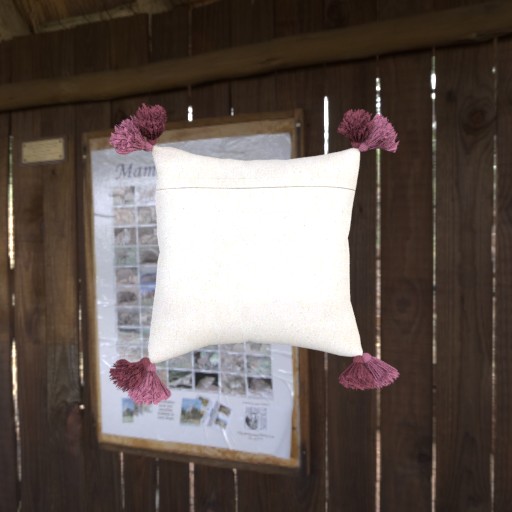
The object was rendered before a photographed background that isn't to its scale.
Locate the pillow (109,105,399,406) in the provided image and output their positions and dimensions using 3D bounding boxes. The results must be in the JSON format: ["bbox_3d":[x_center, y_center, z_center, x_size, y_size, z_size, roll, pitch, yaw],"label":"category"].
[{"bbox_3d":[0.000,0.000,0.995,0.641,0.659,0.138,0,1,-1],"label":"pillow"}]
